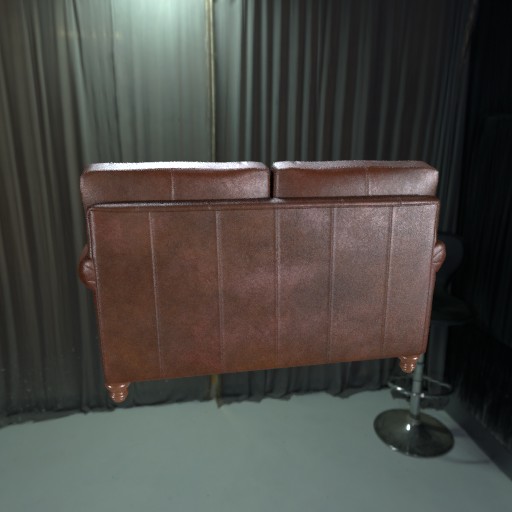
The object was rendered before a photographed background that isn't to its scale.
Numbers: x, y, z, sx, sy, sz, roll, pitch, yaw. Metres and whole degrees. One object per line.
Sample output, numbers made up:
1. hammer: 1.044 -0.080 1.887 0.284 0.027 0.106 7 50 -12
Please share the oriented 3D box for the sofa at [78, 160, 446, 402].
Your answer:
1. sofa: 0.000 0.000 2.277 1.616 0.976 0.990 -3 15 -10
